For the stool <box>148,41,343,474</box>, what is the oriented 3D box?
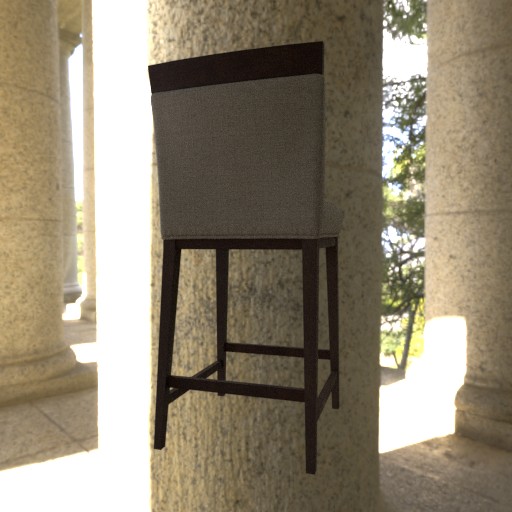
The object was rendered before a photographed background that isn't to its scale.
[{"bbox_3d":[0.000,0.000,1.438,0.511,1.117,0.531,0,1,18],"label":"stool"}]
